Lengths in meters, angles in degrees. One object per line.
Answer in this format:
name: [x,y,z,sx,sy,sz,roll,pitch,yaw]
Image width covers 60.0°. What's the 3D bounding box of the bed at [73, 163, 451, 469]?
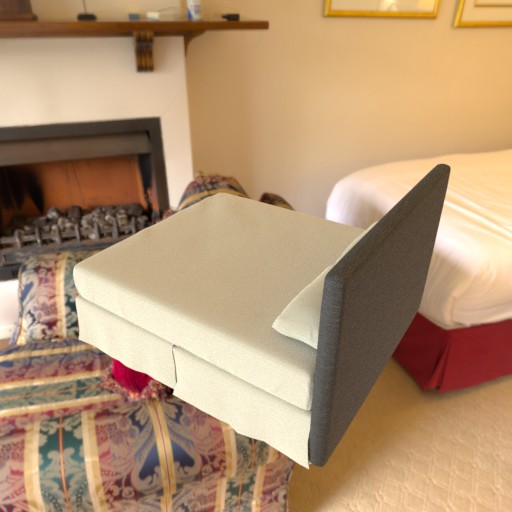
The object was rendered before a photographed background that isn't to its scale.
bed: [0.000,0.000,3.303,2.142,1.330,1.884,19,35,29]
